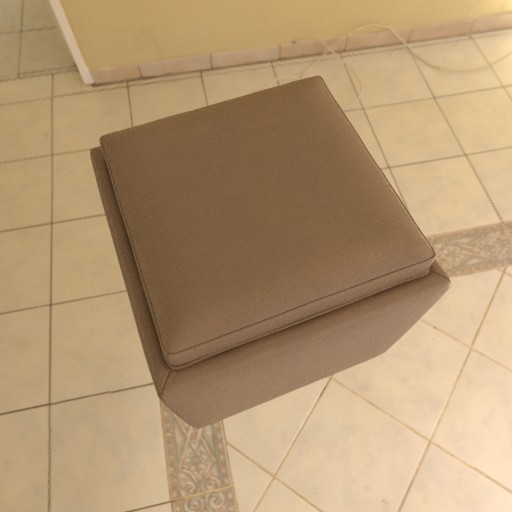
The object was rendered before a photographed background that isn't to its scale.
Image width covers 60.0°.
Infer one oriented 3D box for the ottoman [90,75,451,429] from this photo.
[{"bbox_3d":[0.000,0.000,0.823,0.451,0.460,0.450,-19,64,-10],"label":"ottoman"}]
